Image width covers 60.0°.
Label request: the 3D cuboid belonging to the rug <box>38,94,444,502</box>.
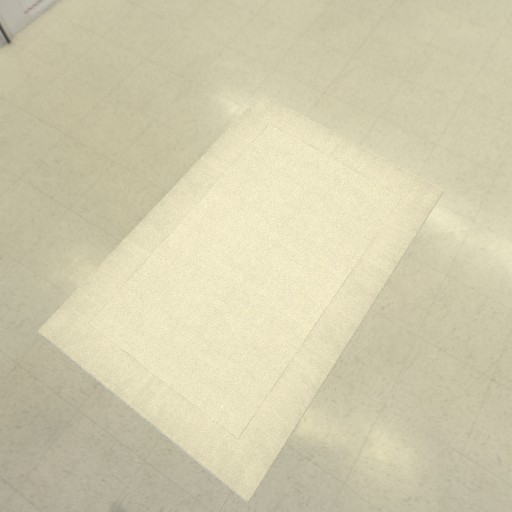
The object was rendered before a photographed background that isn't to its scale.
[{"bbox_3d":[0.000,0.000,2.246,1.219,0.013,1.829,33,69,14],"label":"rug"}]
